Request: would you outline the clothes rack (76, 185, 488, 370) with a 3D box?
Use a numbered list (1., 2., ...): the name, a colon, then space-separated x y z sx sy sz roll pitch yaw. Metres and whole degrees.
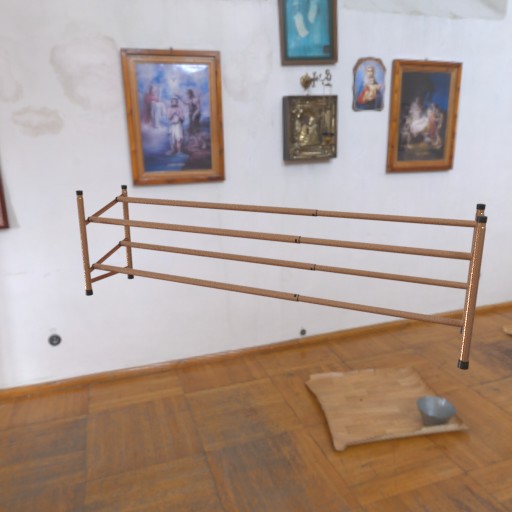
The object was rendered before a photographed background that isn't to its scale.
1. clothes rack: 0.000 0.000 1.296 1.168 0.349 0.229 7 16 25
